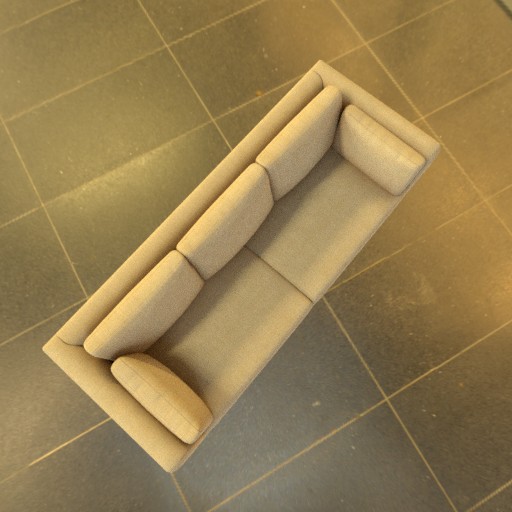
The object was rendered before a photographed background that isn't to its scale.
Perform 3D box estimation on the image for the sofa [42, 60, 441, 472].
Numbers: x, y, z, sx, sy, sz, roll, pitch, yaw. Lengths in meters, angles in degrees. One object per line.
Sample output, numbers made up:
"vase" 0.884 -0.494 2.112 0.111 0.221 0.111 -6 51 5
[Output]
"sofa" 0.000 0.000 2.831 0.969 0.867 2.415 39 78 10
